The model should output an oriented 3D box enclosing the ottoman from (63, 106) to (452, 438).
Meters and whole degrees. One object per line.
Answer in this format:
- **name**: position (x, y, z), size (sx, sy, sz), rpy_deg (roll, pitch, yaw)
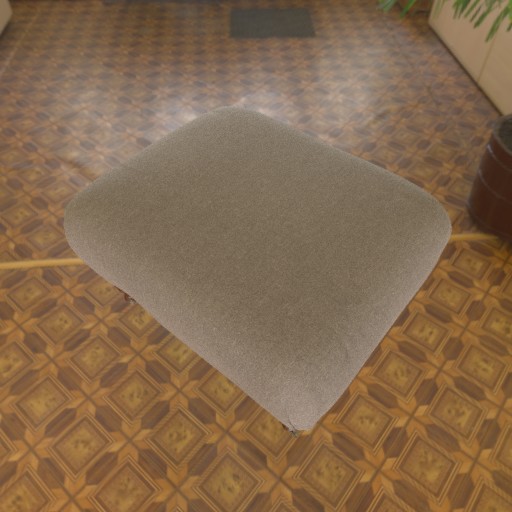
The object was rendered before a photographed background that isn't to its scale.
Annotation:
- **ottoman**: position (0.000, 0.000, 1.125), size (0.747, 0.450, 0.622), rpy_deg (32, 57, 25)
